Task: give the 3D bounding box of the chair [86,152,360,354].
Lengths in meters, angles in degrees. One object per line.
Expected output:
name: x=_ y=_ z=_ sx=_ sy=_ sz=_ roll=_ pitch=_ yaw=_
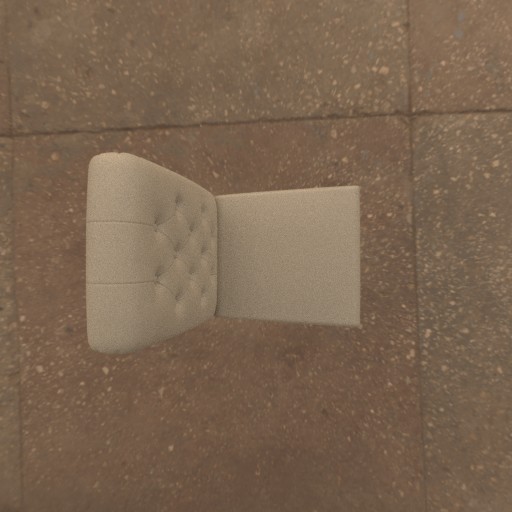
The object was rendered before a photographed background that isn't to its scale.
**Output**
chair: x=0.000 y=0.000 z=1.357 sx=0.671 sy=1.006 sz=0.456 roll=0 pitch=89 yaw=1
